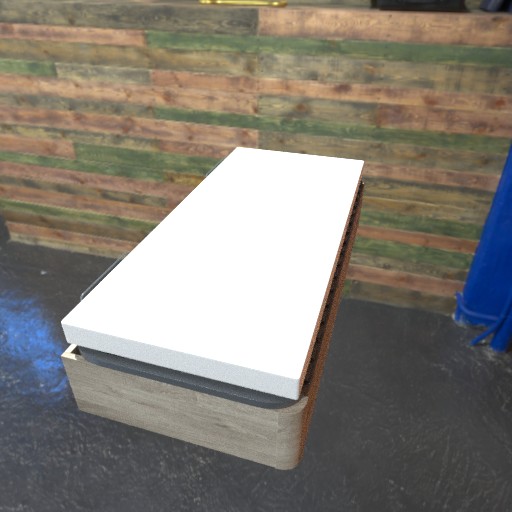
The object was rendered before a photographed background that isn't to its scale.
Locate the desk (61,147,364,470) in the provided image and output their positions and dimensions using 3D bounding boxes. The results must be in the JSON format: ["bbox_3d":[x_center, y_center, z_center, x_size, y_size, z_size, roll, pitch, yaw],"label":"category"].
[{"bbox_3d":[0.000,0.000,2.286,0.900,0.455,1.900,10,35,14],"label":"desk"}]
